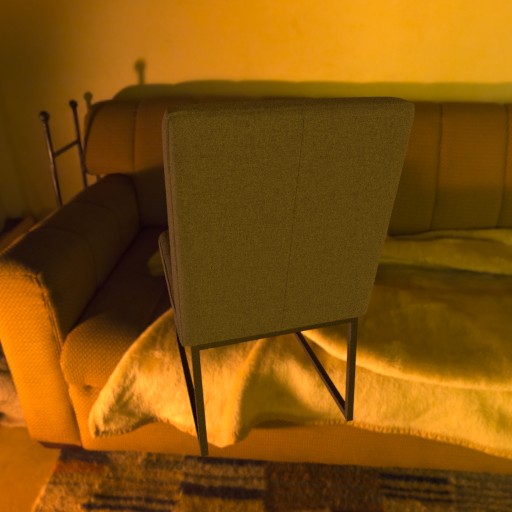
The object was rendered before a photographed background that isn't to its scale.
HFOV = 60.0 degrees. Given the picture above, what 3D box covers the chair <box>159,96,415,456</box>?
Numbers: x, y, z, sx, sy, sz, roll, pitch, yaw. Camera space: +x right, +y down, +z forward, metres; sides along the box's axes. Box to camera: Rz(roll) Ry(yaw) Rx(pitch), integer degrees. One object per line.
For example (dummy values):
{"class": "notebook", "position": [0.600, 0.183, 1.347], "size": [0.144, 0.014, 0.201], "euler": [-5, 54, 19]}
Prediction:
{"class": "chair", "position": [0.000, 0.000, 1.295], "size": [0.520, 0.930, 0.634], "euler": [-7, 27, -15]}
